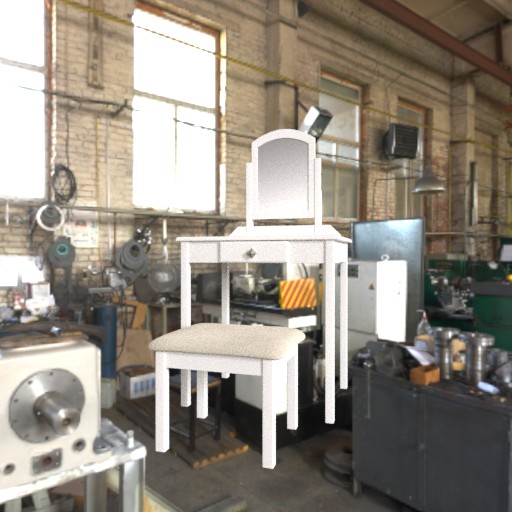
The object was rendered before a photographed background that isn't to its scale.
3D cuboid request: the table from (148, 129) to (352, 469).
[{"bbox_3d":[0.000,0.000,2.325,0.876,1.631,1.211,0,0,18],"label":"table"}]
